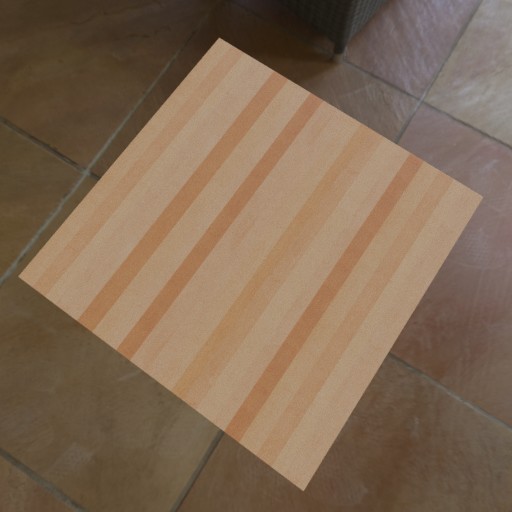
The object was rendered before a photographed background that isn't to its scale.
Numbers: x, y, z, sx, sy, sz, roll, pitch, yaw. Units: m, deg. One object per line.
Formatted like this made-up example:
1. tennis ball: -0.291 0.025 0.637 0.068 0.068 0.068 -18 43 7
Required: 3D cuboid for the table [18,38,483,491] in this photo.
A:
1. table: 0.000 0.000 1.412 0.900 0.450 0.900 34 79 8
